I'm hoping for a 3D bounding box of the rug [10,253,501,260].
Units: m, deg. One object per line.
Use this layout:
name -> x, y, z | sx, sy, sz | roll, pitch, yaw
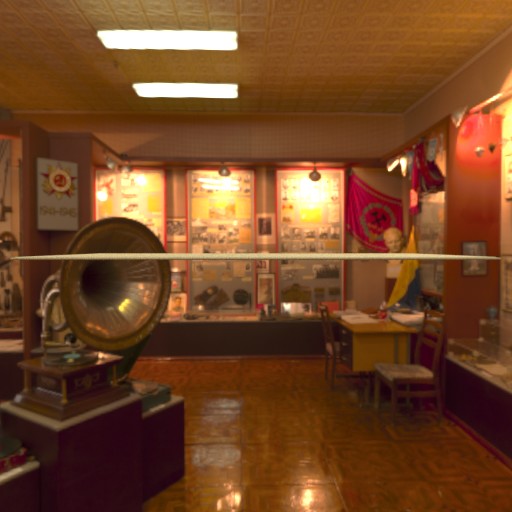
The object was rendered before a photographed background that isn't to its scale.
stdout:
rug -> 0.000, 0.000, 1.400 | 1.219, 0.007, 0.604 | 0, 1, 0
